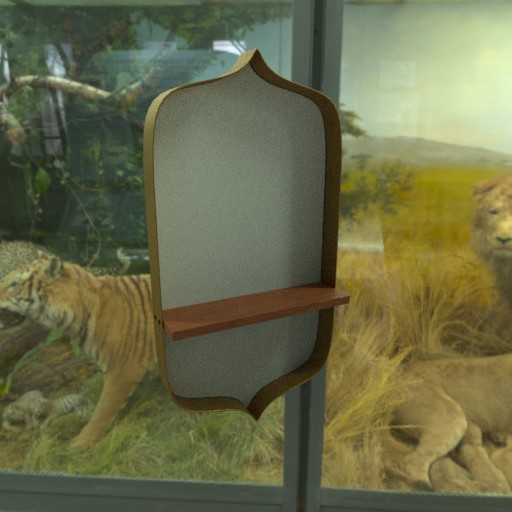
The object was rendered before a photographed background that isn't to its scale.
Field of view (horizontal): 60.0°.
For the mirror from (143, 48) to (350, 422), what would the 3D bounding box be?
[{"bbox_3d":[0.000,0.000,0.713,0.323,0.613,0.096,-8,17,-26],"label":"mirror"}]
